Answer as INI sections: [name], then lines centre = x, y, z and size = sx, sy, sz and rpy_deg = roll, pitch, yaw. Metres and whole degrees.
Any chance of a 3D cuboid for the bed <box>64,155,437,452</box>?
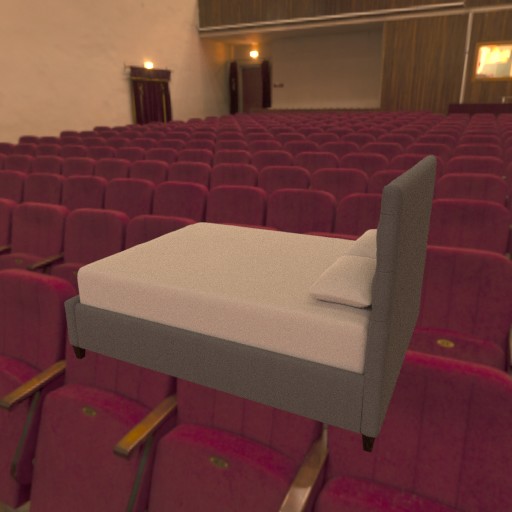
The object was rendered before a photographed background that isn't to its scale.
[bed]
centre = 0.000, 0.000, 3.299
size = 2.231, 1.427, 1.698
rpy_deg = 9, 20, 25
